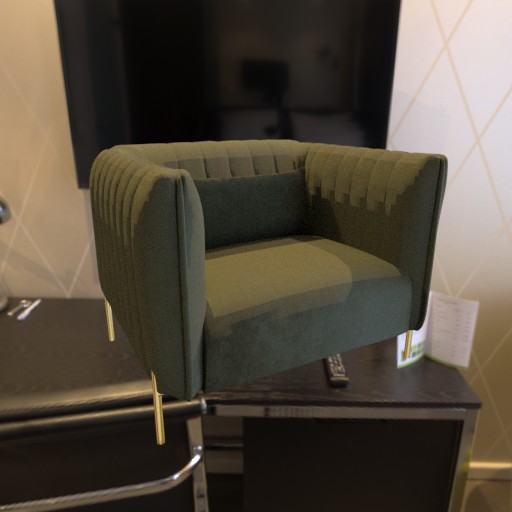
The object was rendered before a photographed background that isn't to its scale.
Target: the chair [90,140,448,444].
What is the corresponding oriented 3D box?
[{"bbox_3d":[0.000,0.000,1.648,1.032,0.794,0.877,-10,20,-27],"label":"chair"}]
